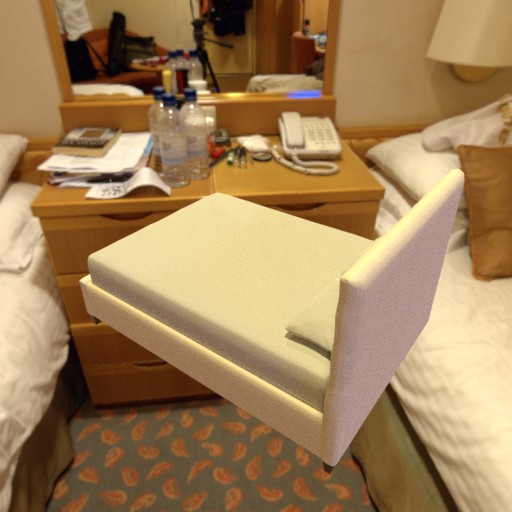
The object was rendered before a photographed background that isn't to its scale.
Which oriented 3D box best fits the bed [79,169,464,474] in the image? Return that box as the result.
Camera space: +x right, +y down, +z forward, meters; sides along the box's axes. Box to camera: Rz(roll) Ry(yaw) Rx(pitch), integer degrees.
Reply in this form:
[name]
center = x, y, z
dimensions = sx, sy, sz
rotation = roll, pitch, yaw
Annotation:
[bed]
center = 0.000, 0.000, 3.444
dimensions = 2.387, 1.427, 1.698
rotation = 21, 38, 31
